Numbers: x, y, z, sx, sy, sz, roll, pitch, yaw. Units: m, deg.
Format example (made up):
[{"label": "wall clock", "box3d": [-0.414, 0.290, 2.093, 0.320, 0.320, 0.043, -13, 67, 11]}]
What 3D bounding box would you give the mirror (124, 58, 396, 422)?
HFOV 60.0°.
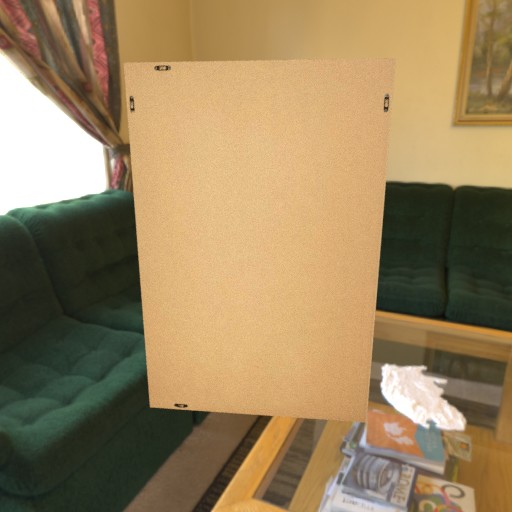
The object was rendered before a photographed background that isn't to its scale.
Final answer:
[{"label": "mirror", "box3d": [0.000, 0.000, 1.128, 0.609, 0.915, 0.041, 2, 16, 6]}]
